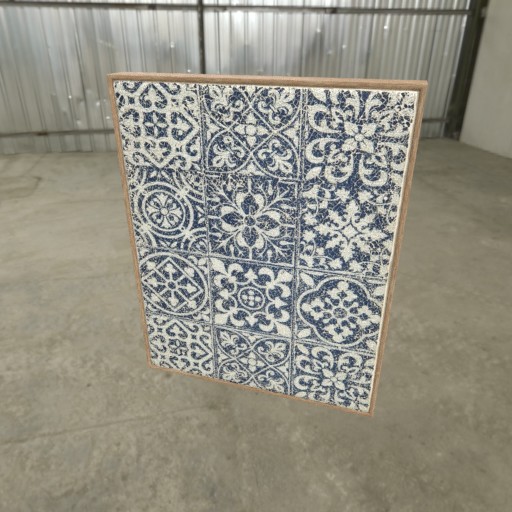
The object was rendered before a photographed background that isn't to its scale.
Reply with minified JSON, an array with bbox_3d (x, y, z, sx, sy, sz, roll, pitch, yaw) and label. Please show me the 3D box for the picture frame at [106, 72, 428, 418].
[{"bbox_3d":[0.000,0.000,0.701,0.424,0.526,0.043,8,28,15],"label":"picture frame"}]
